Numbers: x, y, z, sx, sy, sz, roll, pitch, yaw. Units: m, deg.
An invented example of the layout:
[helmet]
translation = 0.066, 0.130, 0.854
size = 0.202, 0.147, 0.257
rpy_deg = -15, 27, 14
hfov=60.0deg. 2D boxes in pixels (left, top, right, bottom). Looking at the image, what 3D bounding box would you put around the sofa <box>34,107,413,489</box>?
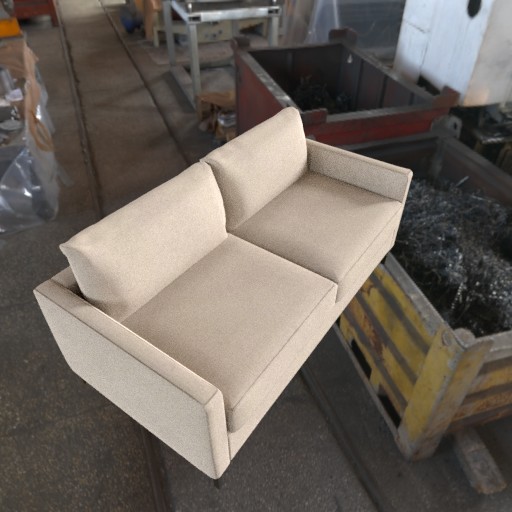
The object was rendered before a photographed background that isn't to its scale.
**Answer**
[sofa]
translation = 0.000, 0.000, 2.088
size = 0.875, 0.840, 1.682
rpy_deg = 25, 47, 26
